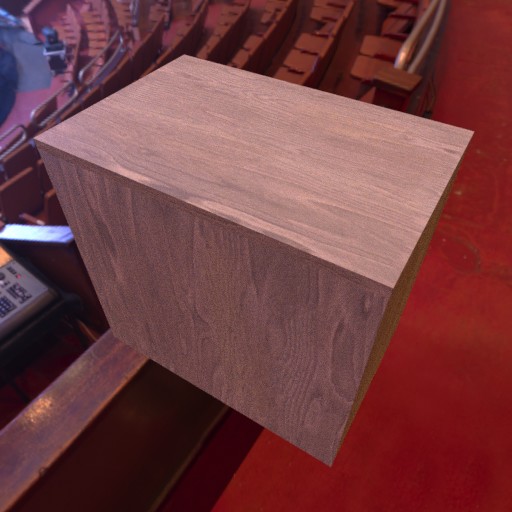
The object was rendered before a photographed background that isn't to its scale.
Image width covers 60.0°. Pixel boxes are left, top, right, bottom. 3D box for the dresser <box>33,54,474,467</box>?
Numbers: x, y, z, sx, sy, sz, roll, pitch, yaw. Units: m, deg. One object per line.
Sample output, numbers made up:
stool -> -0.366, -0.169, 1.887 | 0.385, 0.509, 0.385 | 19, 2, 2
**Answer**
dresser -> 0.000, 0.000, 1.244 | 0.809, 0.762, 0.529 | 24, 50, 21
